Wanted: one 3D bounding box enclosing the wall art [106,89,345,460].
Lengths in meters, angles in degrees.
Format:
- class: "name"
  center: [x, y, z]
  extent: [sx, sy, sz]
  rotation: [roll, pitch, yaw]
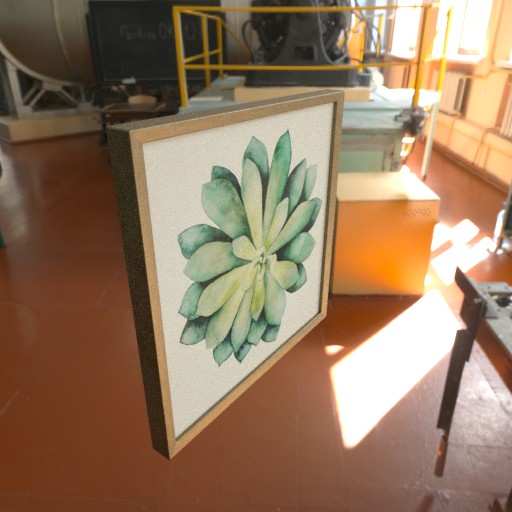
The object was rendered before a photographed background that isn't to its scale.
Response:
- class: "wall art"
  center: [0.000, 0.000, 0.773]
  extent: [0.040, 0.506, 0.503]
  rotation: [18, 32, 33]
